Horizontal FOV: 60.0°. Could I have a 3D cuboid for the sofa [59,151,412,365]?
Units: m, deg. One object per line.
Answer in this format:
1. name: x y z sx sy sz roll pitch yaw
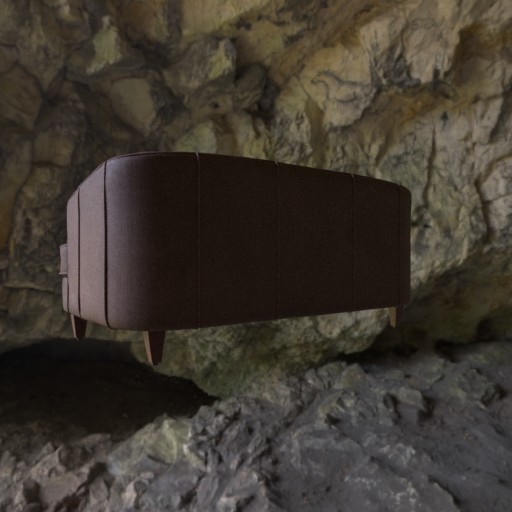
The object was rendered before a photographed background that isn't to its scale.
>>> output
1. sofa: 0.000 0.000 2.313 1.767 0.799 0.917 0 0 -36
